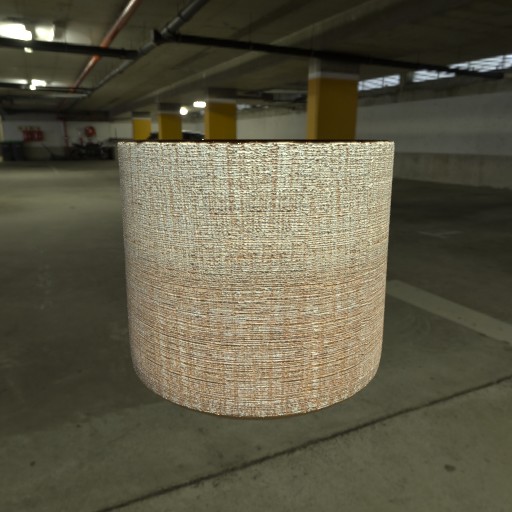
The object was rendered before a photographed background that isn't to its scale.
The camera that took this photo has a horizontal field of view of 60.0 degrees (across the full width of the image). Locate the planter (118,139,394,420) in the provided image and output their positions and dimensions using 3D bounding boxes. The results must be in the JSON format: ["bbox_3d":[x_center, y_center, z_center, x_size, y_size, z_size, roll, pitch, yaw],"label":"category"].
[{"bbox_3d":[0.000,0.000,0.310,0.177,0.157,0.177,0,14,0],"label":"planter"}]
